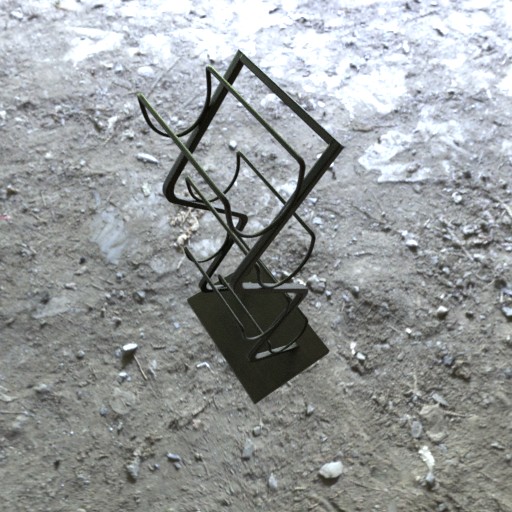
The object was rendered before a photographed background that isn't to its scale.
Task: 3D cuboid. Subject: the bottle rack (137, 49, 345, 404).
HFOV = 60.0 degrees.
[{"bbox_3d":[0.000,0.000,0.669,0.178,0.559,0.254,-30,63,-17],"label":"bottle rack"}]
